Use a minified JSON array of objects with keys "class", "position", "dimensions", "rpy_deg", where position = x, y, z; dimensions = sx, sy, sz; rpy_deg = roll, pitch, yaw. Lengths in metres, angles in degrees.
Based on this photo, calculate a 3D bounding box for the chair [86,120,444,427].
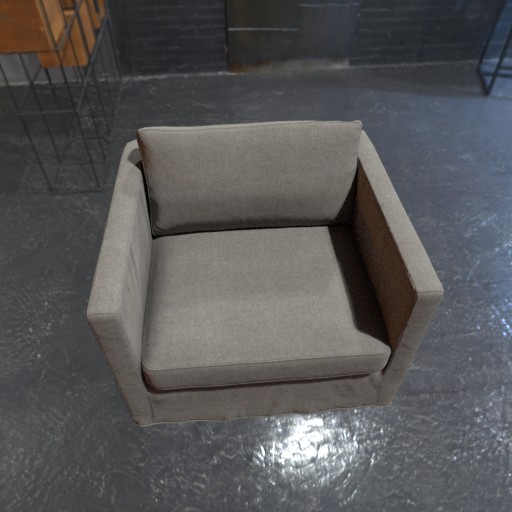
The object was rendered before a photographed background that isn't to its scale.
[{"class":"chair","position":[0.000,0.000,1.752],"dimensions":[1.057,0.863,0.949],"rpy_deg":[-3,46,-3]}]
